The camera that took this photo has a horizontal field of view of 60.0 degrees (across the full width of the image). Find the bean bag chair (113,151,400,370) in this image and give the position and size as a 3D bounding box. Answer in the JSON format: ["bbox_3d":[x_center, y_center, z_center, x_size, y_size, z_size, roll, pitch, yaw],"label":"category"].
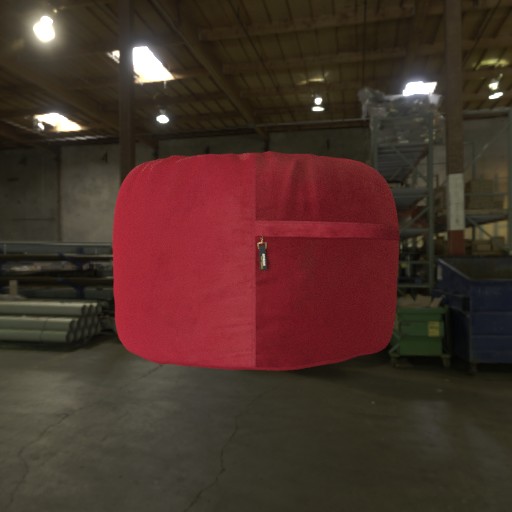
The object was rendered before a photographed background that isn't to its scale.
[{"bbox_3d":[0.000,0.000,1.975,1.219,0.762,1.219,0,0,0],"label":"bean bag chair"}]
